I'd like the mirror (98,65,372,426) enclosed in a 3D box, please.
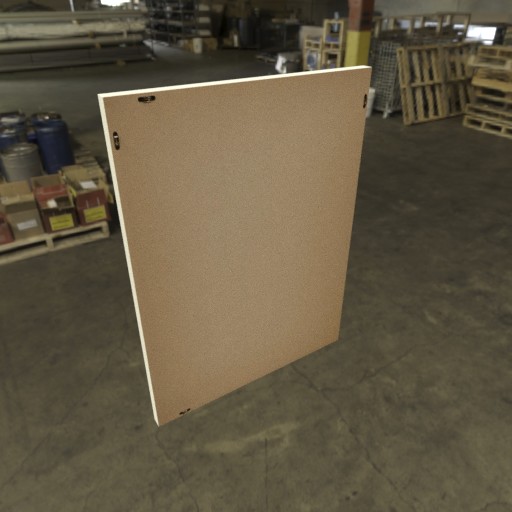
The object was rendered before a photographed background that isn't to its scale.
[{"bbox_3d":[0.000,0.000,1.350,0.762,1.016,0.040,-18,35,-28],"label":"mirror"}]
